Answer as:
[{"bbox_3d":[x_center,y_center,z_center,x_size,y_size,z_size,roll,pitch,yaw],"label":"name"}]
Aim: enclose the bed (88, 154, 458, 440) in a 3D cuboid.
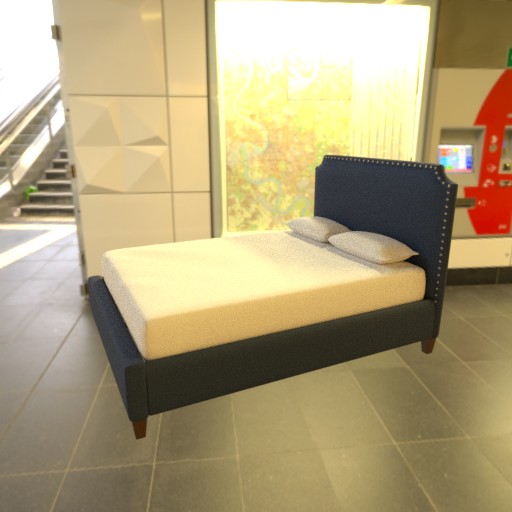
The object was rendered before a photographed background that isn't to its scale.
[{"bbox_3d":[0.000,0.000,3.479,2.372,1.443,1.712,-8,18,-25],"label":"bed"}]
